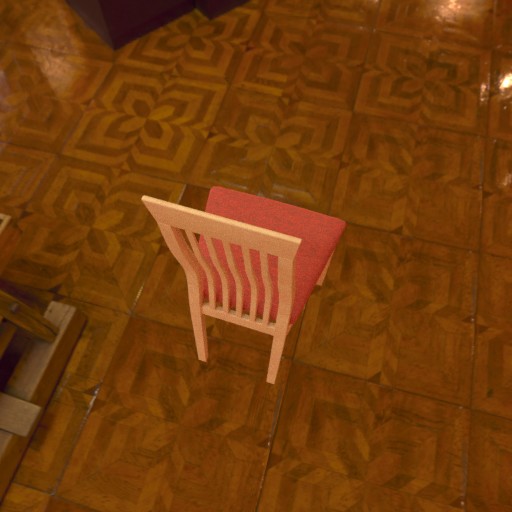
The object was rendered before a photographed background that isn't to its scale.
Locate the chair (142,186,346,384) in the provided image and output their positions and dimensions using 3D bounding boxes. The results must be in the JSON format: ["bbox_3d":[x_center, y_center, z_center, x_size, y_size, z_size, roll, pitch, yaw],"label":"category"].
[{"bbox_3d":[0.000,0.000,1.299,0.460,1.027,0.474,16,64,8],"label":"chair"}]
